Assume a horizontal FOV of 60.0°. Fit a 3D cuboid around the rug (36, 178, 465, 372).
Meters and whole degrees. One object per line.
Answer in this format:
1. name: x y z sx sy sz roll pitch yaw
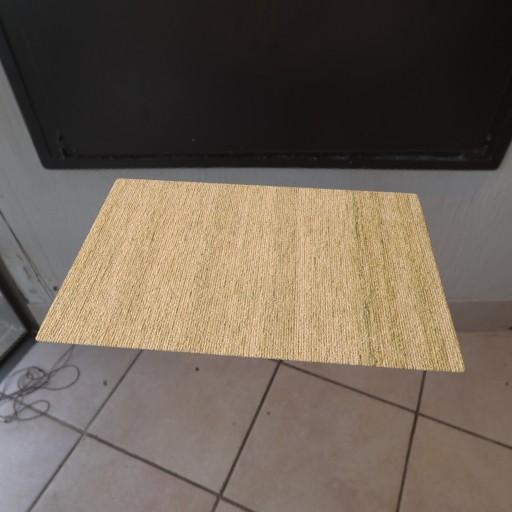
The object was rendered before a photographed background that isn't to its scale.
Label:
1. rug: 0.000 0.000 2.187 1.758 0.010 1.143 3 46 3
